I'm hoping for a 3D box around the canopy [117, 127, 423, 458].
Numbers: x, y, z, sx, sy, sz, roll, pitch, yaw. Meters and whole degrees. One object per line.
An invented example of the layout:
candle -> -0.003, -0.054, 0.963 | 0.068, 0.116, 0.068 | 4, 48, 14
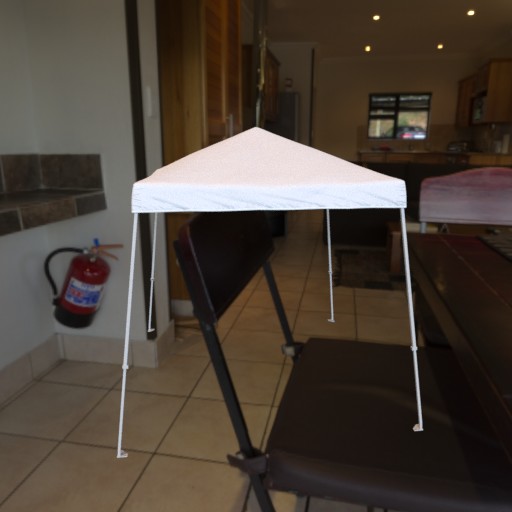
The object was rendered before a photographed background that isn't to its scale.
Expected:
canopy -> 0.000, 0.000, 5.097 | 2.848, 2.849, 2.849 | -2, 14, -8
